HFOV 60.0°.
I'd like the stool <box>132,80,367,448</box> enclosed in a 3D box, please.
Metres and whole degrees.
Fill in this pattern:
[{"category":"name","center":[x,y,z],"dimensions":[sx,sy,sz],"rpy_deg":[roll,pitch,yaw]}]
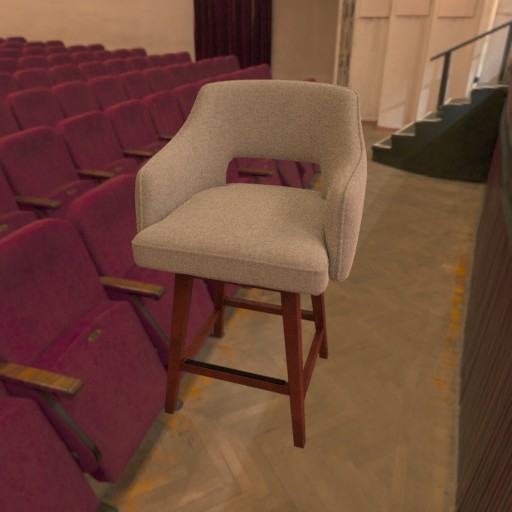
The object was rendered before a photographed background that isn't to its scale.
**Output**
[{"category":"stool","center":[0.000,0.000,1.341],"dimensions":[0.599,0.944,0.558],"rpy_deg":[8,29,16]}]
